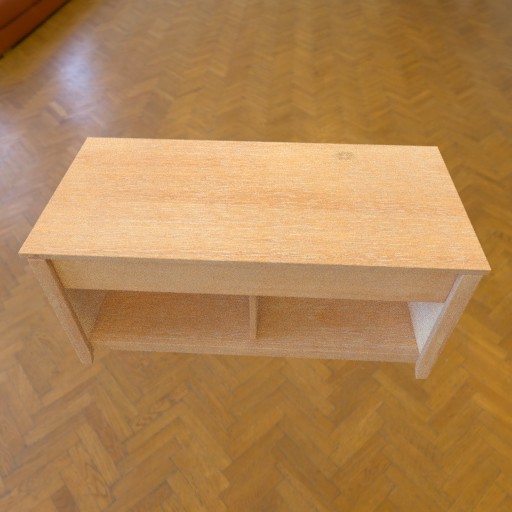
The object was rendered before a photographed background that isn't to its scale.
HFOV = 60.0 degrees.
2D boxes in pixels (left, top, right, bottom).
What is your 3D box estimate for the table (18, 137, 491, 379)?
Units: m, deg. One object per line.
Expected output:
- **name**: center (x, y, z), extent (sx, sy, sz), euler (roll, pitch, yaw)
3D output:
- **table**: center (0.000, 0.000, 1.281), extent (1.016, 0.457, 0.483), euler (2, 46, 2)
